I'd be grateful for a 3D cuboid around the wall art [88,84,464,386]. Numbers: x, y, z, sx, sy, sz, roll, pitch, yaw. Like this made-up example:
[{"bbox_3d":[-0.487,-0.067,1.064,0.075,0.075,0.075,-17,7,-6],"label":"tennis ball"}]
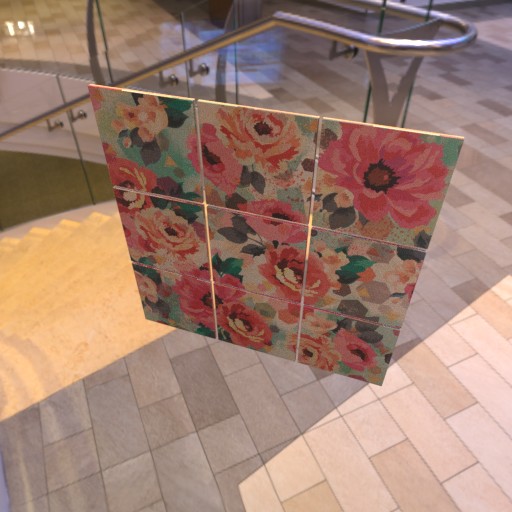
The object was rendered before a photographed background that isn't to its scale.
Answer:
[{"bbox_3d":[0.000,0.000,1.328,0.911,0.910,0.012,13,43,14],"label":"wall art"}]
